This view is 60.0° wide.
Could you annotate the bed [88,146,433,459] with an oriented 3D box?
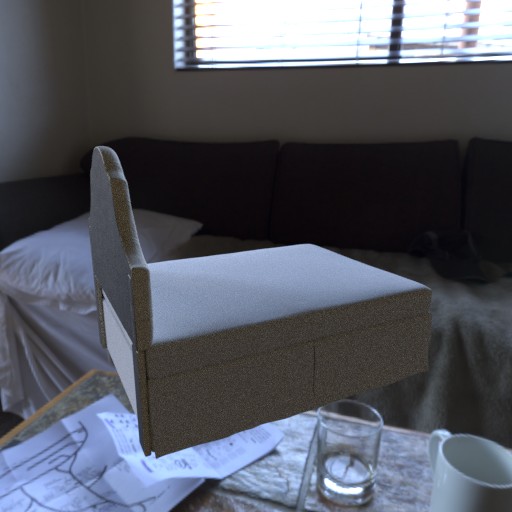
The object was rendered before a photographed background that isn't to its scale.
[{"bbox_3d":[0.000,0.000,3.239,2.092,1.575,1.627,-8,17,-26],"label":"bed"}]
